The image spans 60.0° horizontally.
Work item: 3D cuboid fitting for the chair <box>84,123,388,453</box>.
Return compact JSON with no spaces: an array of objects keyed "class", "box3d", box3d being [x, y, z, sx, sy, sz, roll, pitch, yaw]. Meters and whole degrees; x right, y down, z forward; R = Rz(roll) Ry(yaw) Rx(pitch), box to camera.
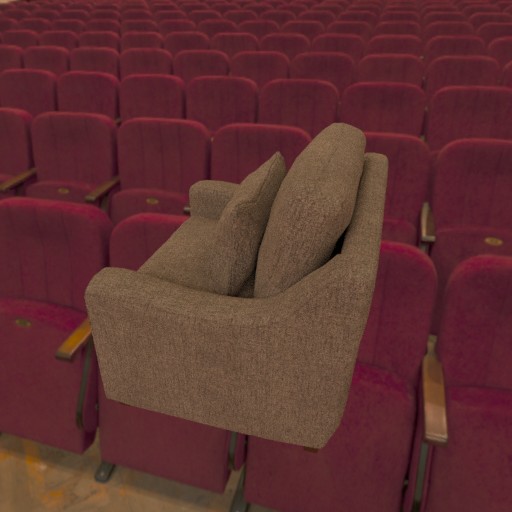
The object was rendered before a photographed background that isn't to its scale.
[{"class":"chair","box3d":[0.000,0.000,1.955,1.009,1.037,1.138,9,32,14]}]
